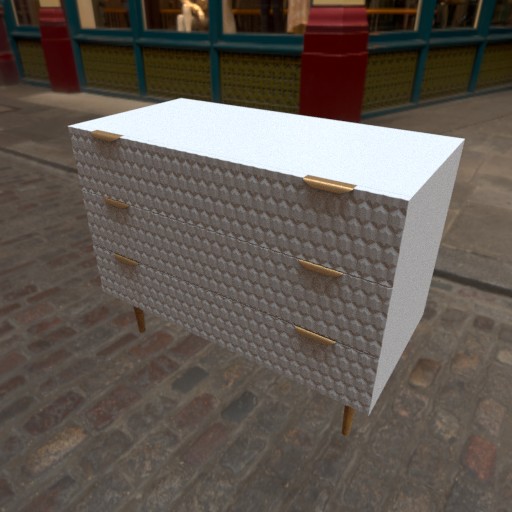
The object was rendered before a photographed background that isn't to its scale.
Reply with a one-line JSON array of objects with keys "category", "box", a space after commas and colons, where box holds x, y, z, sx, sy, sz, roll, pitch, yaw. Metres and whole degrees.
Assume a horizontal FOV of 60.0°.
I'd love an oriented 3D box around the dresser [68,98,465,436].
[{"category": "dresser", "box": [0.000, 0.000, 1.300, 0.905, 0.721, 0.457, 18, 35, 28]}]
